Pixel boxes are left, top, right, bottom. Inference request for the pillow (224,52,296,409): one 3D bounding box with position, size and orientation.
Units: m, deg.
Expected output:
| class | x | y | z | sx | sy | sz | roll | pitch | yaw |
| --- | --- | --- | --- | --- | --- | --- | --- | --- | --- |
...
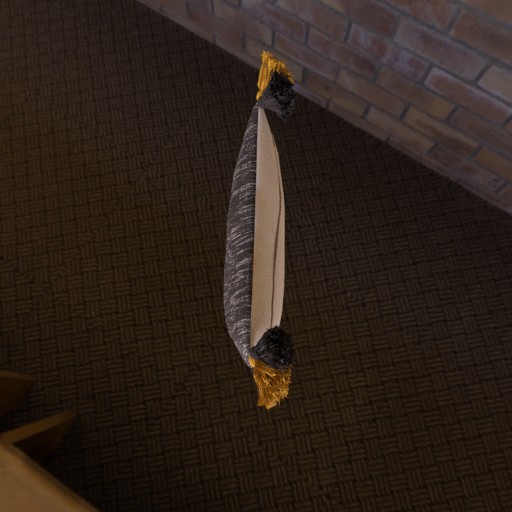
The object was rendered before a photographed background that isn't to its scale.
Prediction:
| class | x | y | z | sx | sy | sz | roll | pitch | yaw |
| --- | --- | --- | --- | --- | --- | --- | --- | --- | --- |
| pillow | 0.000 | 0.000 | 1.005 | 0.139 | 0.659 | 0.654 | 2 | 75 | 0 |
